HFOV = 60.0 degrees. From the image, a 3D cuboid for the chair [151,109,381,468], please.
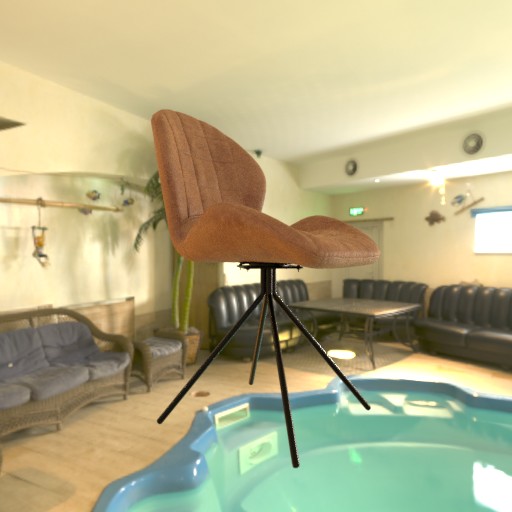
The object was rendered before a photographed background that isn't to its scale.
[{"bbox_3d":[0.000,0.000,1.298,0.640,0.929,0.527,1,1,35],"label":"chair"}]
